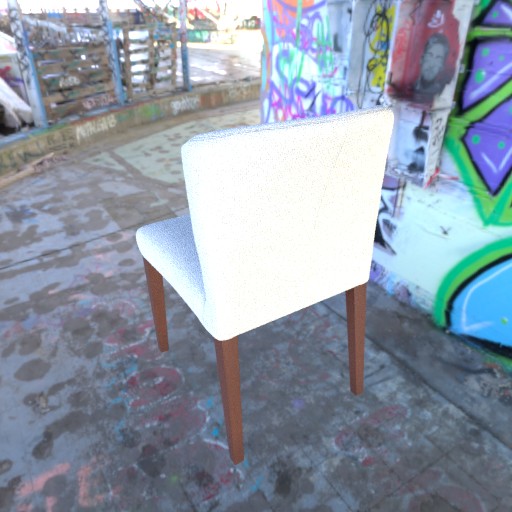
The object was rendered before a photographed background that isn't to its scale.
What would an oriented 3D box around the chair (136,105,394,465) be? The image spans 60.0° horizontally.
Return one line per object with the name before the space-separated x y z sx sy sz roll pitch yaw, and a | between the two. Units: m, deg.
chair | 0.000 0.000 1.184 0.491 0.839 0.589 -18 34 -28
